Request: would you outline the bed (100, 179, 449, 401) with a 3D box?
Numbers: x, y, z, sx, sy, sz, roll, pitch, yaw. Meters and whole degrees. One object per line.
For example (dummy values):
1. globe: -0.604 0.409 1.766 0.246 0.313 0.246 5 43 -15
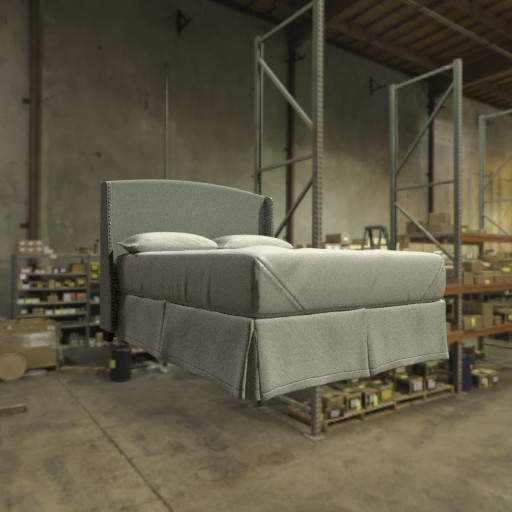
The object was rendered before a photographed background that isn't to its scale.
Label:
1. bed: 0.000 0.000 3.365 1.710 1.407 2.237 0 0 -35
